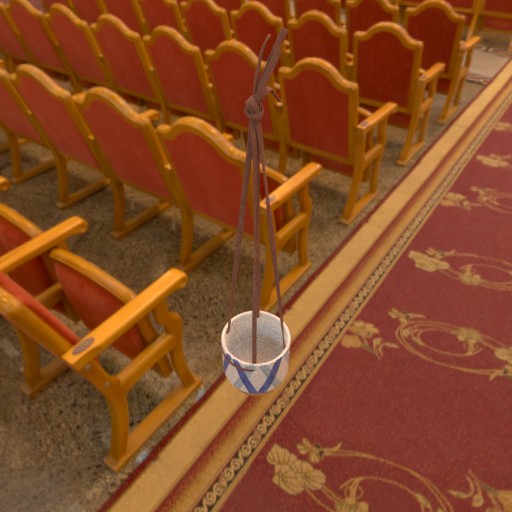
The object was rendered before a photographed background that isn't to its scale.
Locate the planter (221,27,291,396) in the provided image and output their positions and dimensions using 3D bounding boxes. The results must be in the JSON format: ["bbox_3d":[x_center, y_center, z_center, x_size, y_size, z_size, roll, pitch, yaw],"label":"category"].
[{"bbox_3d":[0.000,0.000,0.815,0.153,0.753,0.157,26,48,26],"label":"planter"}]
